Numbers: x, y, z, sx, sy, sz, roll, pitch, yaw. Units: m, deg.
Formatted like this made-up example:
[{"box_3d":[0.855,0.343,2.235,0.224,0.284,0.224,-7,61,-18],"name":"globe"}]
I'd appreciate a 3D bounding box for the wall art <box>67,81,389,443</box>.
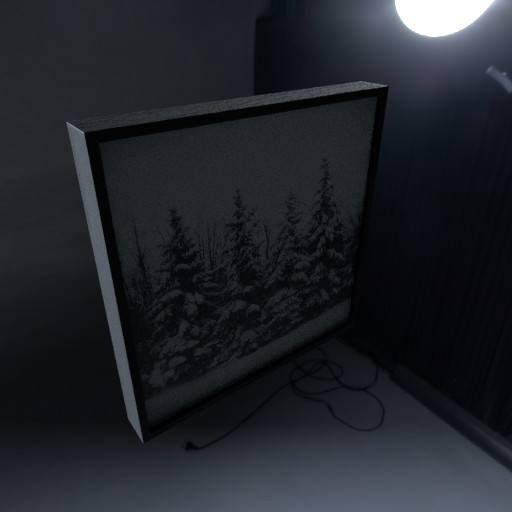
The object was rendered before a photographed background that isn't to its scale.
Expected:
[{"box_3d":[0.000,0.000,0.454,0.305,0.305,0.037,-20,36,-31],"name":"wall art"}]
